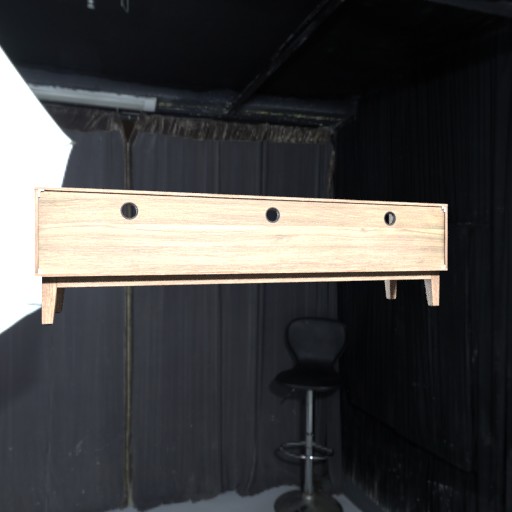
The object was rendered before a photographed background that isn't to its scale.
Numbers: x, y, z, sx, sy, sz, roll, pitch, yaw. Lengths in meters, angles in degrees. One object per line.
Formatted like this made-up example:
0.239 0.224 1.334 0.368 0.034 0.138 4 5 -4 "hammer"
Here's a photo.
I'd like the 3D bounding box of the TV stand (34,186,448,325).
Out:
0.000 0.000 1.695 1.482 0.409 0.366 0 0 -19 "TV stand"
